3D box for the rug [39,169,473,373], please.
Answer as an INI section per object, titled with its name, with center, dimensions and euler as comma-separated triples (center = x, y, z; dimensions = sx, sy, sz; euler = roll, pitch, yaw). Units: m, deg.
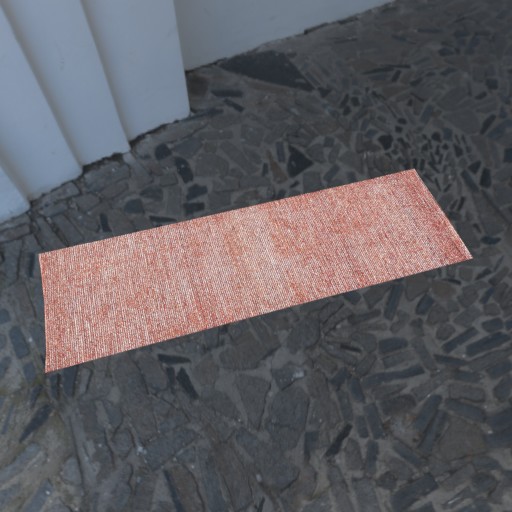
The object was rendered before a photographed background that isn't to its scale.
[rug]
center = 0.000, 0.000, 2.502
dimensions = 2.353, 0.013, 0.718
euler = -14, 58, -9
